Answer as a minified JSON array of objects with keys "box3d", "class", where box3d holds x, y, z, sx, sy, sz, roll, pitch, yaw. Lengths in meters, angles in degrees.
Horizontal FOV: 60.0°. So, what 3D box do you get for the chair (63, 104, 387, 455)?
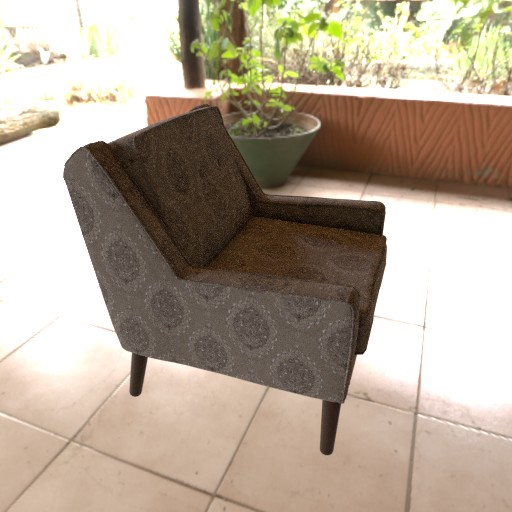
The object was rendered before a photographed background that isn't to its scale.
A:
[{"box3d":[0.000,0.000,1.352,0.750,0.797,0.665,10,29,18],"class":"chair"}]
